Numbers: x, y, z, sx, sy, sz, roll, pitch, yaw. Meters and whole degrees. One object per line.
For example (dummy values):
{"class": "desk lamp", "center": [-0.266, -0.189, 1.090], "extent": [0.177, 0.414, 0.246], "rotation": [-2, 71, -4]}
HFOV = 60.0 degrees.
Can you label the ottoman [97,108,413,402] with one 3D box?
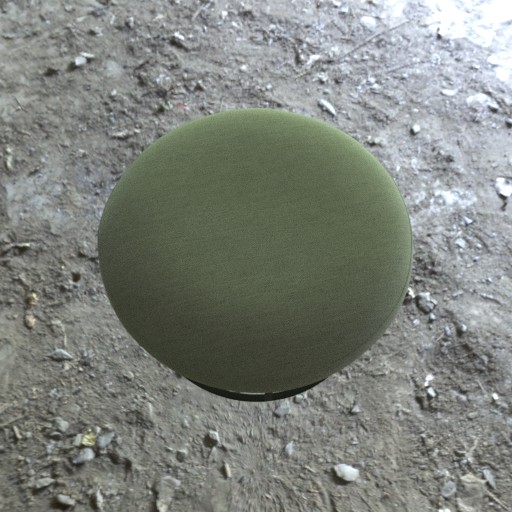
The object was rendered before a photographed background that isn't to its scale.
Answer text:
{"class": "ottoman", "center": [0.000, 0.000, 1.219], "extent": [0.769, 0.459, 0.769], "rotation": [0, 64, 0]}
